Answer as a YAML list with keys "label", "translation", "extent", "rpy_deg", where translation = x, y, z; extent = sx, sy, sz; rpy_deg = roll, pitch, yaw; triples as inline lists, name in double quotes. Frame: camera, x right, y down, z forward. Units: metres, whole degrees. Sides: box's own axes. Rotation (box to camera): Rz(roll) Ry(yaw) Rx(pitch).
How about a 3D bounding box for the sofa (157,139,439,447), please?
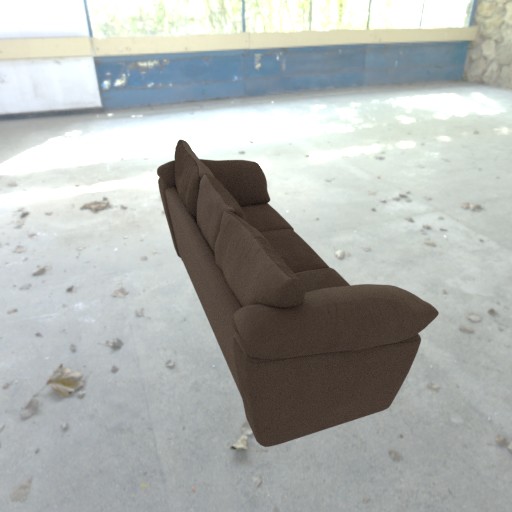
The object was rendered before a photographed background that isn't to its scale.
- label: "sofa"
  translation: [0.000, 0.000, 2.868]
  extent: [0.878, 1.015, 2.336]
  rpy_deg: [-10, 32, -17]
